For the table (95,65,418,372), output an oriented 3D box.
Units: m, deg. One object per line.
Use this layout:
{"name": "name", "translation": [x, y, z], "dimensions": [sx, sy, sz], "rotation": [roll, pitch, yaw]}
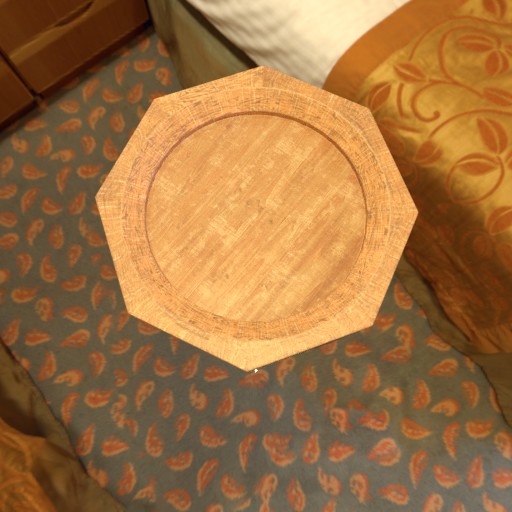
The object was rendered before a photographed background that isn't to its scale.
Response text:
{"name": "table", "translation": [0.000, 0.000, 0.864], "dimensions": [0.437, 0.553, 0.437], "rotation": [3, 76, 1]}
